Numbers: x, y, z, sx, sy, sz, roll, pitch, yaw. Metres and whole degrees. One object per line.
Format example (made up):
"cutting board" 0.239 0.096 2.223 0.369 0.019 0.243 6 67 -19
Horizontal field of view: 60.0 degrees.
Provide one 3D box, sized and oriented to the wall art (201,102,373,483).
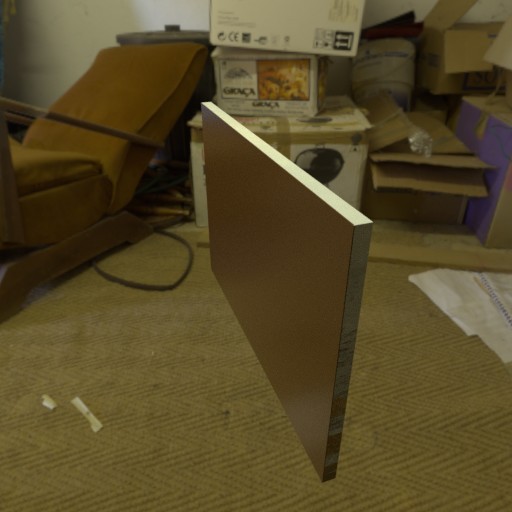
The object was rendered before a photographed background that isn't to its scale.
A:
"wall art" 0.000 0.000 1.457 0.041 0.762 1.145 -10 32 -17
